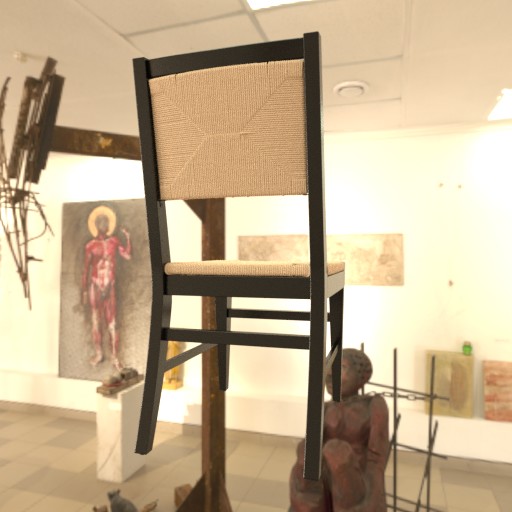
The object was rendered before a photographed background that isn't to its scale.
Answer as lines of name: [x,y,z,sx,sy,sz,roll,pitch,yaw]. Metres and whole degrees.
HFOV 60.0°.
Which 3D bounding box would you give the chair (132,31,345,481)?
chair: [0.000,0.000,1.222,0.437,0.927,0.552,0,0,17]
